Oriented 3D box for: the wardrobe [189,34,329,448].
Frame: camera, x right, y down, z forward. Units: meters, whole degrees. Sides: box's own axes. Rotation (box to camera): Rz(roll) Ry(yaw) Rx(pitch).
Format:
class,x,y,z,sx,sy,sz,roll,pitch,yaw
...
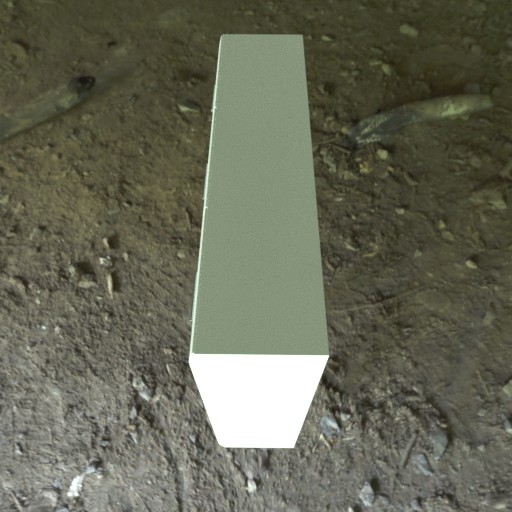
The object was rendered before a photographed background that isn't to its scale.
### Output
class,x,y,z,sx,sy,sz,roll,pitch,yaw
wardrobe,0.000,0.000,1.914,0.360,1.200,1.340,1,57,0
